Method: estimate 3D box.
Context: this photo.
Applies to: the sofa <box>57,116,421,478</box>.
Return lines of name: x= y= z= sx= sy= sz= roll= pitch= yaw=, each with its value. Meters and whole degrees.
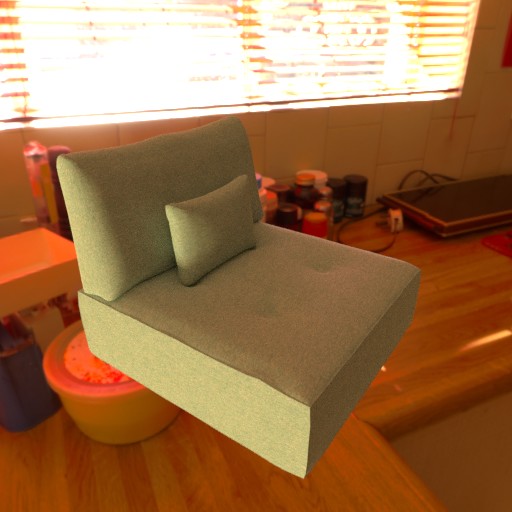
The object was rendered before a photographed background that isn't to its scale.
sofa: x=0.000 y=0.000 z=1.669 sx=1.000 sy=0.820 sz=0.930 roll=18 pitch=32 yaw=31
